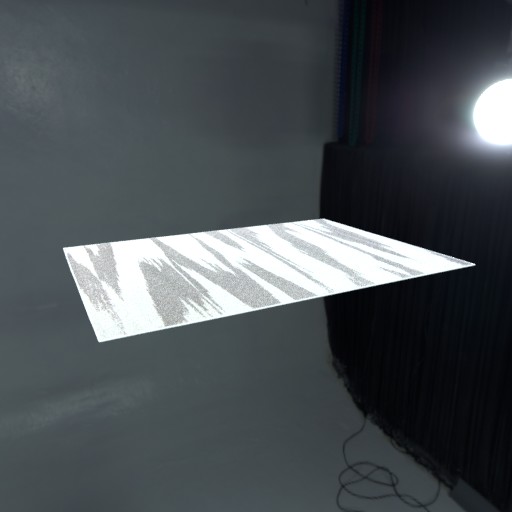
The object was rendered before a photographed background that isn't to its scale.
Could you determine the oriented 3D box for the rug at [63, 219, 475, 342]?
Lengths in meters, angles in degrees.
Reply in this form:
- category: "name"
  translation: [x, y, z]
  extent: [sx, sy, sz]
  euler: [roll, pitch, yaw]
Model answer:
- category: "rug"
  translation: [0.000, 0.000, 2.805]
  extent: [2.142, 0.010, 1.533]
  euler: [-8, 18, -26]
